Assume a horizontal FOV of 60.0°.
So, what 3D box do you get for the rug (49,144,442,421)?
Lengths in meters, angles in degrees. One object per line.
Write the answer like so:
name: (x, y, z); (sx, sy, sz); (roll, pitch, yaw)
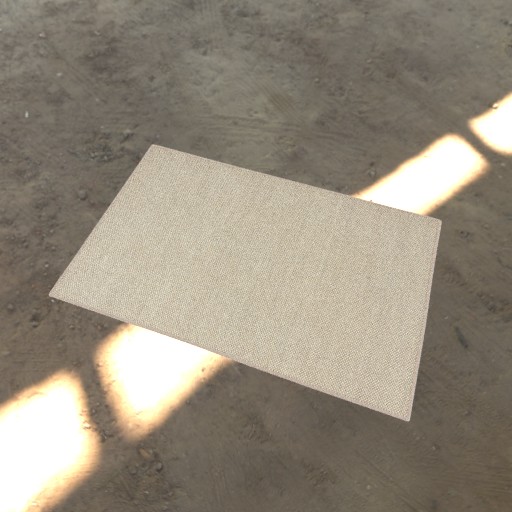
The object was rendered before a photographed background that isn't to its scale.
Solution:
rug: (0.000, 0.000, 2.181); (1.676, 0.013, 1.067); (17, 59, 11)
